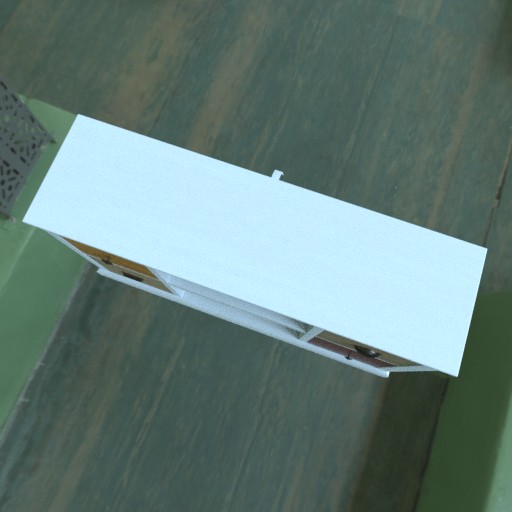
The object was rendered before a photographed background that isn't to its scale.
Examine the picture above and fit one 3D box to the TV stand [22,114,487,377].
[{"bbox_3d":[0.000,0.000,1.480,1.187,0.624,0.424,19,76,5],"label":"TV stand"}]
